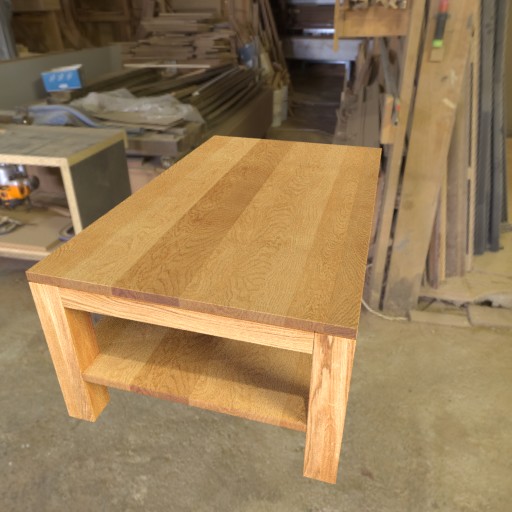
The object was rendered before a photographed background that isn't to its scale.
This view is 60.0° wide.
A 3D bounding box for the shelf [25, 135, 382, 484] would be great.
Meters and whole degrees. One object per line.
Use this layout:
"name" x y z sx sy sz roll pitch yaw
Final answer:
"shelf" 0.000 0.000 1.456 0.700 0.450 1.150 8 31 14
